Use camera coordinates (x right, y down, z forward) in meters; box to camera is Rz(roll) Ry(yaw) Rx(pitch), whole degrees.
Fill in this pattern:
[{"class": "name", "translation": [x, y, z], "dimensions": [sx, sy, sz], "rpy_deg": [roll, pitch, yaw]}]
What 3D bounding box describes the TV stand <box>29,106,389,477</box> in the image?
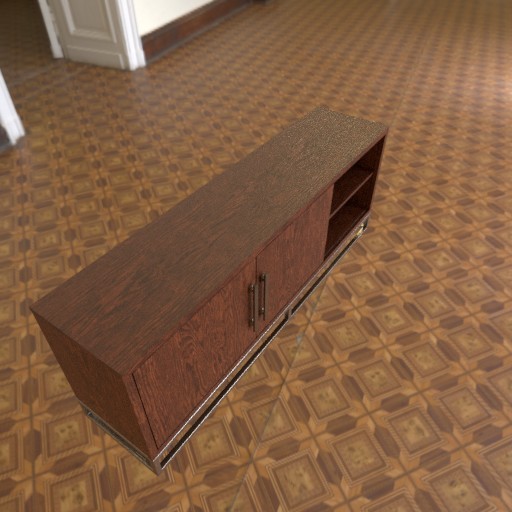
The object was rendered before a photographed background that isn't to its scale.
[{"class": "TV stand", "translation": [0.000, 0.000, 1.749], "dimensions": [0.382, 0.578, 1.541], "rpy_deg": [26, 48, 25]}]
